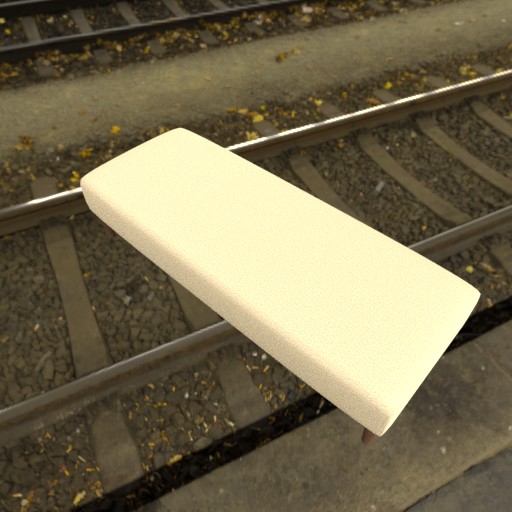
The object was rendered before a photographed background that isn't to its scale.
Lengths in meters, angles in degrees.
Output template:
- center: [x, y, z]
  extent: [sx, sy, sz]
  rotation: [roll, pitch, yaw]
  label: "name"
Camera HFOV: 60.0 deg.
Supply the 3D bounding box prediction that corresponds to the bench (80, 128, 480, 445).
- center: [0.000, 0.000, 1.882]
  extent: [1.609, 0.393, 0.646]
  rotation: [34, 55, 27]
  label: "bench"
